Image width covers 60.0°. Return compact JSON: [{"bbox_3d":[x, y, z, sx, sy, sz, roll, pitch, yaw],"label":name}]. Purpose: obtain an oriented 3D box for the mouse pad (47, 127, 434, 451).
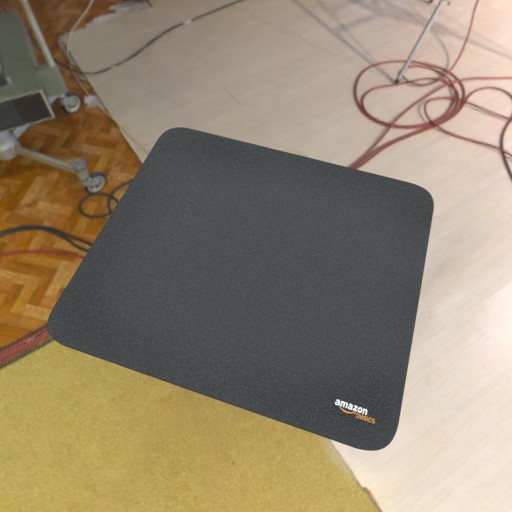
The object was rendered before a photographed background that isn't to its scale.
[{"bbox_3d":[0.000,0.000,0.315,0.229,0.003,0.203,16,60,9],"label":"mouse pad"}]
